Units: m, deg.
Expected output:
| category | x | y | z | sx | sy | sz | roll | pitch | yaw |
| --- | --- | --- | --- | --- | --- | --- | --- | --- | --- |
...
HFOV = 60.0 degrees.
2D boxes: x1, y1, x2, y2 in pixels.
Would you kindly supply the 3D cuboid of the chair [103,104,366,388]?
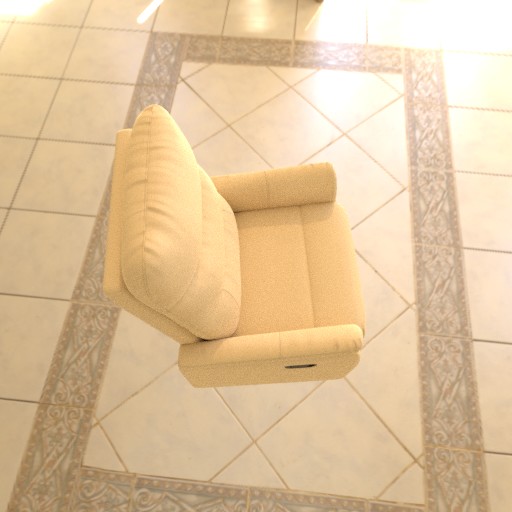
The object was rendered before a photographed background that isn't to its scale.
| category | x | y | z | sx | sy | sz | roll | pitch | yaw |
| --- | --- | --- | --- | --- | --- | --- | --- | --- | --- |
| chair | 0.000 | 0.000 | 1.628 | 0.831 | 1.082 | 0.775 | -3 | 65 | -2 |
